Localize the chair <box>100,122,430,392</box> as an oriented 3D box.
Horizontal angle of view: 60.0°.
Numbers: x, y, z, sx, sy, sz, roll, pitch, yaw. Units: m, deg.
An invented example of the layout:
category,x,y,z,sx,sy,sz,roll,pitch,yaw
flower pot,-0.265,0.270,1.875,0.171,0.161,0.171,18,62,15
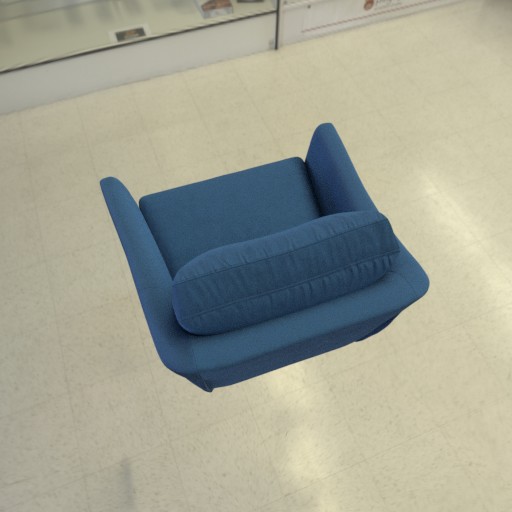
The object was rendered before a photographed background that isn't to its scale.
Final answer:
category,x,y,z,sx,sy,sz,roll,pitch,yaw
chair,0.000,0.000,1.708,0.987,0.899,0.961,-16,61,-10
